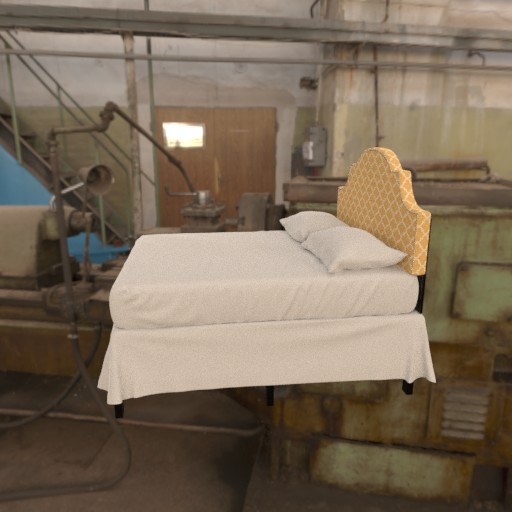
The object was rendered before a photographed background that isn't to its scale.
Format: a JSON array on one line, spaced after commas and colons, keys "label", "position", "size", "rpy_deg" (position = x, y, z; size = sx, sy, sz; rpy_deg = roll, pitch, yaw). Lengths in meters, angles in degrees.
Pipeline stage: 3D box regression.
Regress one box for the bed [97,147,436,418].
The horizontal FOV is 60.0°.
[{"label": "bed", "position": [0.000, 0.000, 3.441], "size": [2.222, 1.633, 1.780], "rpy_deg": [-2, 15, -8]}]
